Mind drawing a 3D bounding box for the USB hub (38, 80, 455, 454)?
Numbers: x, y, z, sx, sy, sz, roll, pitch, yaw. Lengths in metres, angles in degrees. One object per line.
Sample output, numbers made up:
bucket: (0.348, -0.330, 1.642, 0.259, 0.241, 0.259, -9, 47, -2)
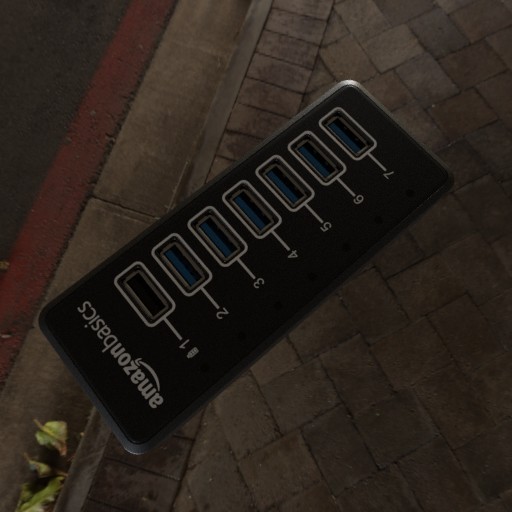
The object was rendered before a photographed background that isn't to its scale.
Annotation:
USB hub: (0.000, 0.000, 0.126, 0.110, 0.023, 0.044, -39, 78, -10)
